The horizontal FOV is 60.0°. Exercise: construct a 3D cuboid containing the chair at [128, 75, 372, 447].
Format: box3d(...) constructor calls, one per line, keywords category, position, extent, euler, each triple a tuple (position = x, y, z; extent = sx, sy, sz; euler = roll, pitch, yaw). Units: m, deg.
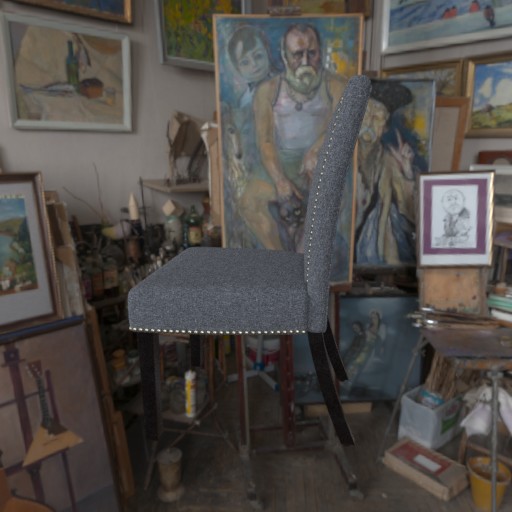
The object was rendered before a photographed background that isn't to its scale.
box3d(category="chair", position=(0.000, 0.000, 1.291), extent=(0.589, 0.946, 0.518), euler=(2, 14, 8))
